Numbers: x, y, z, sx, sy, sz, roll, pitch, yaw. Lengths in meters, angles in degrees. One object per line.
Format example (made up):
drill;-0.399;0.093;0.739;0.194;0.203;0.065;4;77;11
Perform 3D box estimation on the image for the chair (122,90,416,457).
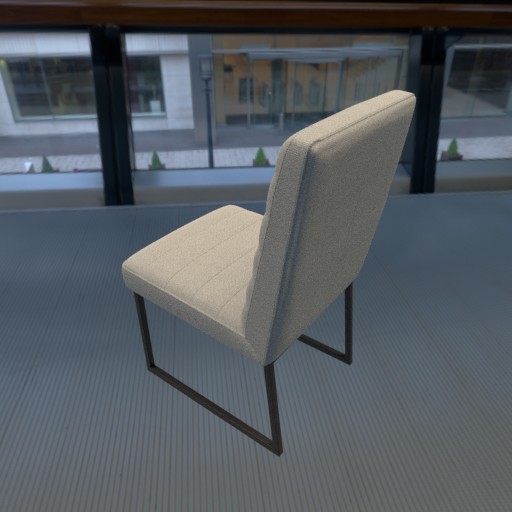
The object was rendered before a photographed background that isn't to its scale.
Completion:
chair;0.000;0.000;1.305;0.634;0.930;0.520;22;38;31
